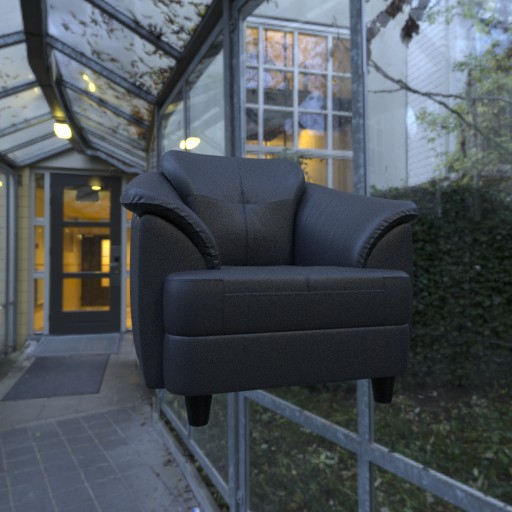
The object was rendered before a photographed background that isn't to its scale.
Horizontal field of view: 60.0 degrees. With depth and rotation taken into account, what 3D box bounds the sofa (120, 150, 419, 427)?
[{"bbox_3d":[0.000,0.000,1.457,0.870,0.811,0.794,0,-1,-19],"label":"sofa"}]
